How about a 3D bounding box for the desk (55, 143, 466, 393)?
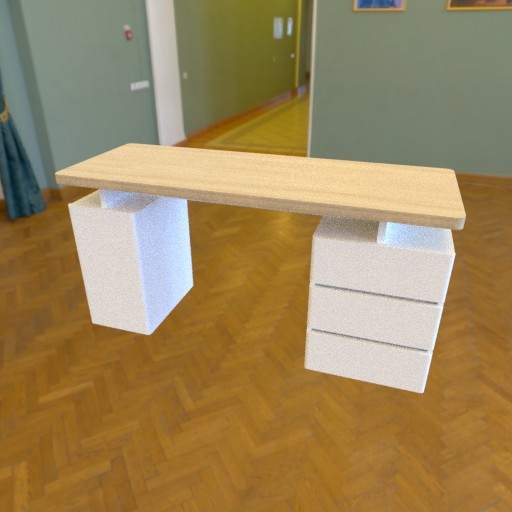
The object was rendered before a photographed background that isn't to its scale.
[{"bbox_3d":[0.000,0.000,1.932,1.500,0.755,0.550,8,28,16],"label":"desk"}]
